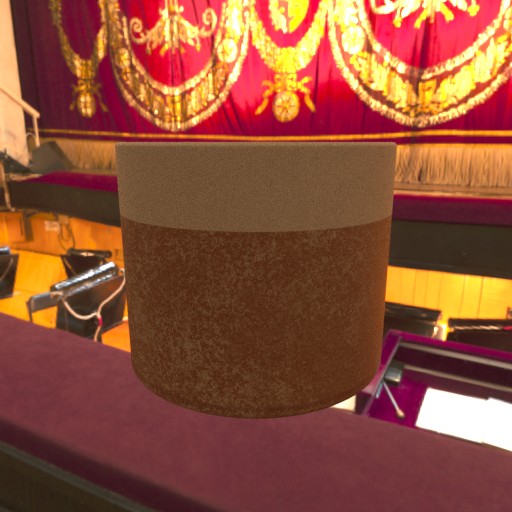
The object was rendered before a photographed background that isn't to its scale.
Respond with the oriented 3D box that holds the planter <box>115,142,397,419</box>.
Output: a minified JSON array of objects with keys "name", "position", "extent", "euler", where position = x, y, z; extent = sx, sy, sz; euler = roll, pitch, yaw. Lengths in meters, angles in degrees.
[{"name":"planter","position":[0.000,0.000,0.277],"extent":[0.159,0.138,0.159],"euler":[0,14,0]}]
